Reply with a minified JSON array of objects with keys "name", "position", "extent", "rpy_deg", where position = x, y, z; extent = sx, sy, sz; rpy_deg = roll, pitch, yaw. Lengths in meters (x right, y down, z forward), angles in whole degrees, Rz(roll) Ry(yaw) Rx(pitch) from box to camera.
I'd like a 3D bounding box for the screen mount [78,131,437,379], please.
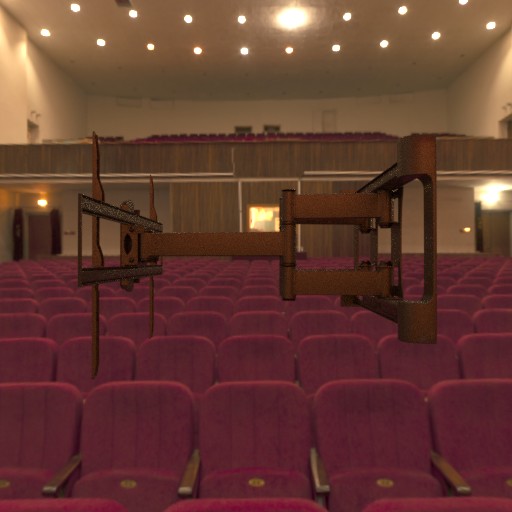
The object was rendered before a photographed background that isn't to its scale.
[{"name":"screen mount","position":[0.000,0.000,1.097],"extent":[0.644,0.491,0.661],"rpy_deg":[0,-1,1]}]
